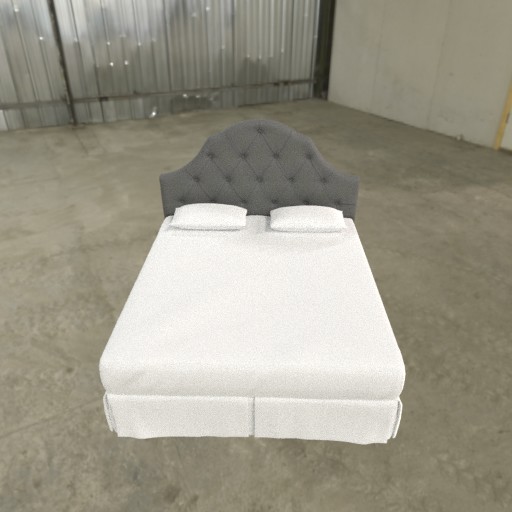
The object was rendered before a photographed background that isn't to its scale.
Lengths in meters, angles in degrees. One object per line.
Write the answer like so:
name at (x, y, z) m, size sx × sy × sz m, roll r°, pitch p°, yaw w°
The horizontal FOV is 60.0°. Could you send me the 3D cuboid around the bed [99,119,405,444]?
bed at (0.000, 0.000, 3.531) m, size 2.008 × 1.615 × 2.214 m, roll 1°, pitch 31°, yaw 1°
